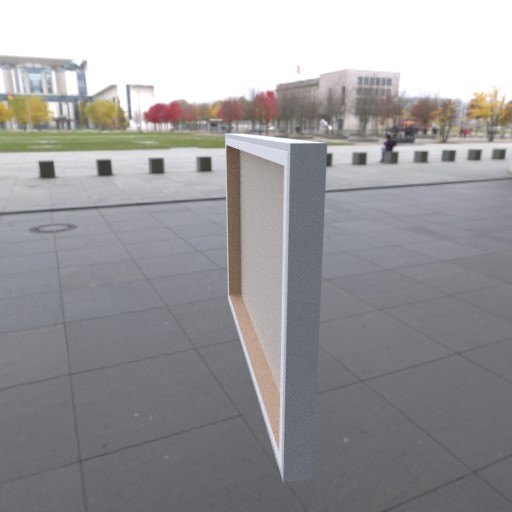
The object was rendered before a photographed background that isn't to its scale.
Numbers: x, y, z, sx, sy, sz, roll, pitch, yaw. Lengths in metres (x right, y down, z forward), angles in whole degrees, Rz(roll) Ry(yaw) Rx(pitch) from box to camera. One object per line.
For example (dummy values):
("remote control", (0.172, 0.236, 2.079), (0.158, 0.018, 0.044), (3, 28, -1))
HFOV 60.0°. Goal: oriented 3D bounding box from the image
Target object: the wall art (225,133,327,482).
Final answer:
("wall art", (0.000, 0.000, 0.782), (0.038, 0.407, 0.609), (-3, 17, -9))
